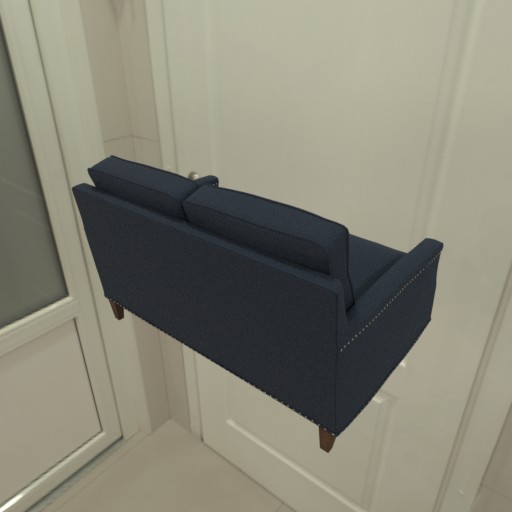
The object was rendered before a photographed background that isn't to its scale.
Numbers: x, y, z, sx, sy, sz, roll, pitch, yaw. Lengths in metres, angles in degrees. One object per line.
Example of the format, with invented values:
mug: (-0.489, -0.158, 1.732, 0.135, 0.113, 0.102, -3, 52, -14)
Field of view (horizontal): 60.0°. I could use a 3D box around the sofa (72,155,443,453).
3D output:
sofa: (0.000, 0.000, 2.303, 1.597, 1.003, 1.084, 21, 36, 33)
